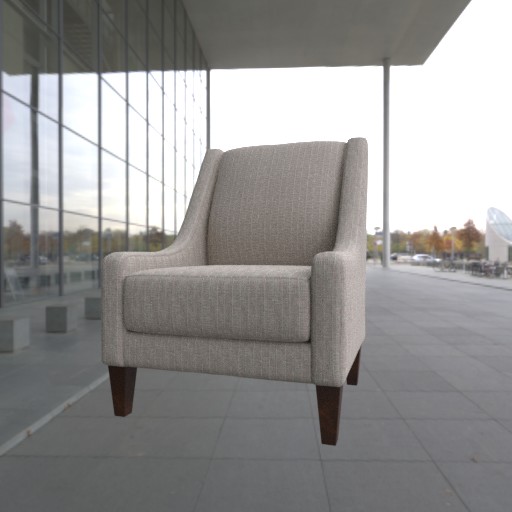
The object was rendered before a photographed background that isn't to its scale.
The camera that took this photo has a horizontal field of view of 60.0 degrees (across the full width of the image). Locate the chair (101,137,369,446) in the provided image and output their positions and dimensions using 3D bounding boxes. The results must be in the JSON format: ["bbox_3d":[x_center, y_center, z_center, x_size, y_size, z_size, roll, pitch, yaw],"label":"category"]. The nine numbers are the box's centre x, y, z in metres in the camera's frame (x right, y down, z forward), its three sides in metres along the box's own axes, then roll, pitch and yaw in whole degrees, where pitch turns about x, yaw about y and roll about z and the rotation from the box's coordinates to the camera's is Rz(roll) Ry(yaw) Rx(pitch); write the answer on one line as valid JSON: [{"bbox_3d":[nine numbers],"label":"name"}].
[{"bbox_3d":[0.000,0.000,1.653,0.774,1.014,0.870,0,0,18],"label":"chair"}]
